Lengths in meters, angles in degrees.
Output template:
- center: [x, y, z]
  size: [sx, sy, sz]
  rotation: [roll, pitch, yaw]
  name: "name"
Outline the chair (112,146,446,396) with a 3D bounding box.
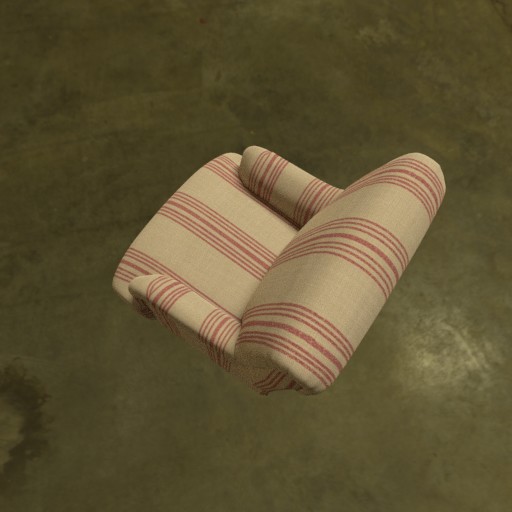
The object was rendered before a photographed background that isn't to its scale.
- center: [0.000, 0.000, 1.903]
  size: [1.058, 1.123, 0.933]
  rotation: [32, 69, 14]
  name: "chair"
